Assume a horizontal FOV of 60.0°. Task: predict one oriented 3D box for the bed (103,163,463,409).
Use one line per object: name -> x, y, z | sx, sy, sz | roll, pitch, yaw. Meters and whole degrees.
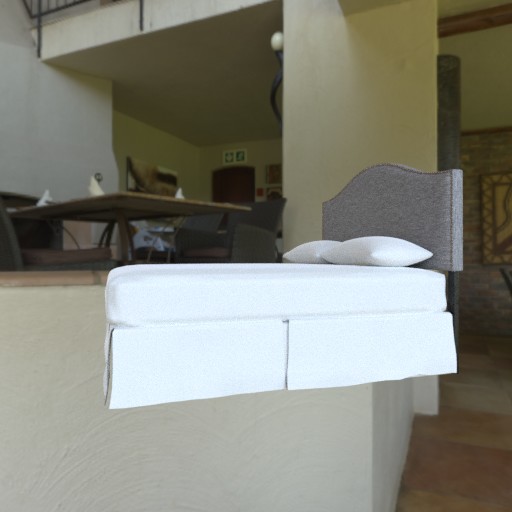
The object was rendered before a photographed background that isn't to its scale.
bed -> 0.000, 0.000, 2.877 | 1.870, 1.295, 1.610 | 0, 0, -18
